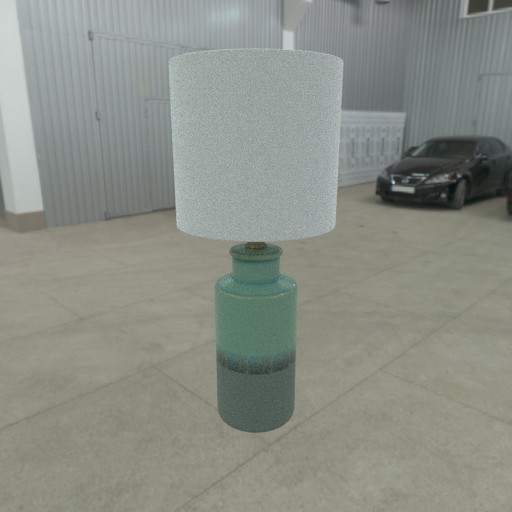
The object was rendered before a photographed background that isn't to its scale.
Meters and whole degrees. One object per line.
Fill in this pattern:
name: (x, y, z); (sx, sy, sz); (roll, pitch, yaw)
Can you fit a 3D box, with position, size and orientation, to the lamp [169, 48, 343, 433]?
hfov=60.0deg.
lamp: (0.000, 0.000, 0.614); (0.212, 0.493, 0.212); (3, 16, 10)
